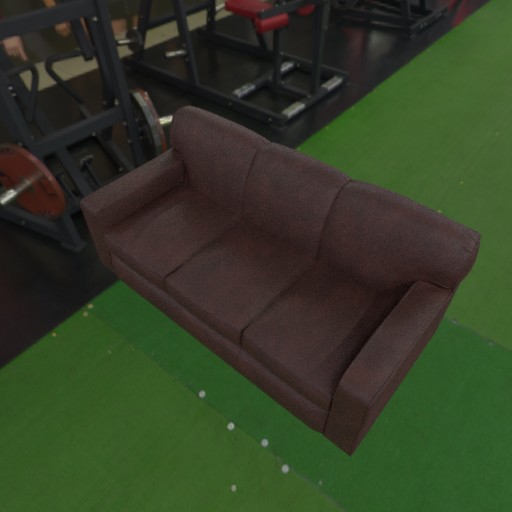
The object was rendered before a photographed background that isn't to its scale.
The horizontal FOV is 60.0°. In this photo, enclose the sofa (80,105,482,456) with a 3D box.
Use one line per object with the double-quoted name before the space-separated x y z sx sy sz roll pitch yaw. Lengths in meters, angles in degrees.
"sofa" 0.000 0.000 2.575 2.039 0.953 1.008 31 53 27
